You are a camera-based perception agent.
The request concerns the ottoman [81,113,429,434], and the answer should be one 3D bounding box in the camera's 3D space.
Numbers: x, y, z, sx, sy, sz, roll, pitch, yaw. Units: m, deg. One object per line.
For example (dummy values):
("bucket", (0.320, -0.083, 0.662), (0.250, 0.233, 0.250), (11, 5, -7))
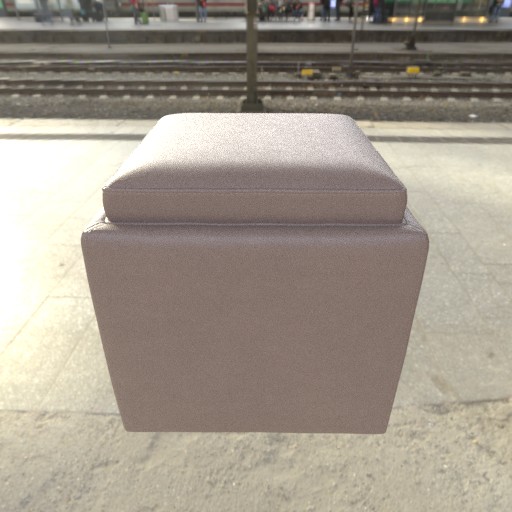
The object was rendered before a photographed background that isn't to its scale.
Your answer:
("ottoman", (0.000, 0.000, 0.810), (0.451, 0.460, 0.450), (0, 30, 1))
